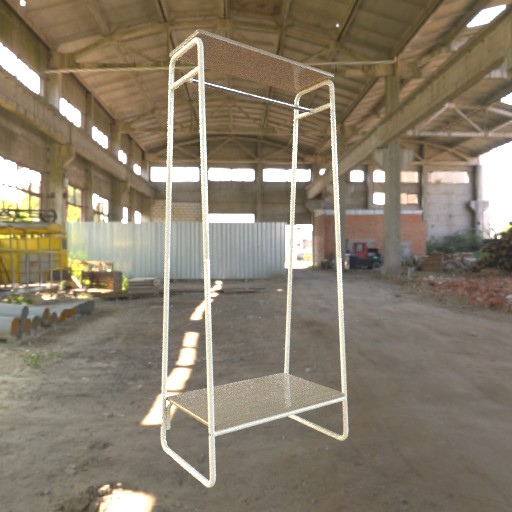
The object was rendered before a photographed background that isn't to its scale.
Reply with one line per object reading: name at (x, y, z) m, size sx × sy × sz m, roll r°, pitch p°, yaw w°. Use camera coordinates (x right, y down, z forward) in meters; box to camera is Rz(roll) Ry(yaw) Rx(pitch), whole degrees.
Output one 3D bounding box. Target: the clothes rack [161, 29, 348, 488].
clothes rack at (0.000, 0.000, 1.756) m, size 0.640 × 1.512 × 0.400 m, roll 0°, pitch 0°, yaw -36°
